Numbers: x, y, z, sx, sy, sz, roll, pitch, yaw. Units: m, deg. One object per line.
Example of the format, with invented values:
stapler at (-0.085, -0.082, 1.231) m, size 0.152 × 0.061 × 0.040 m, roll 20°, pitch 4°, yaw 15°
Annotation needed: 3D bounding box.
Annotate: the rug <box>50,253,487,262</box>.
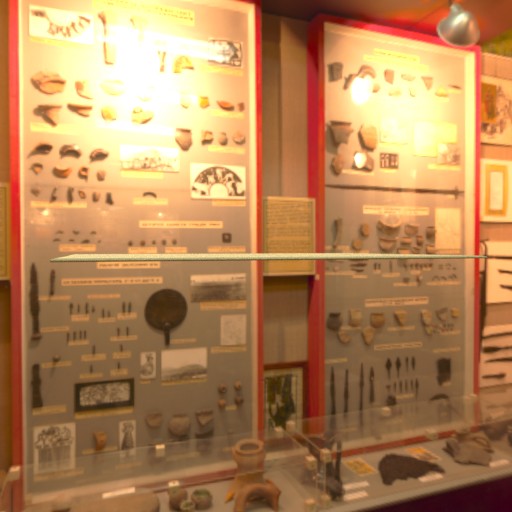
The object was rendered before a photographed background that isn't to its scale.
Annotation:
rug at (0.000, 0.000, 3.455) m, size 2.746 × 0.018 × 1.819 m, roll 0°, pitch 1°, yaw -19°
